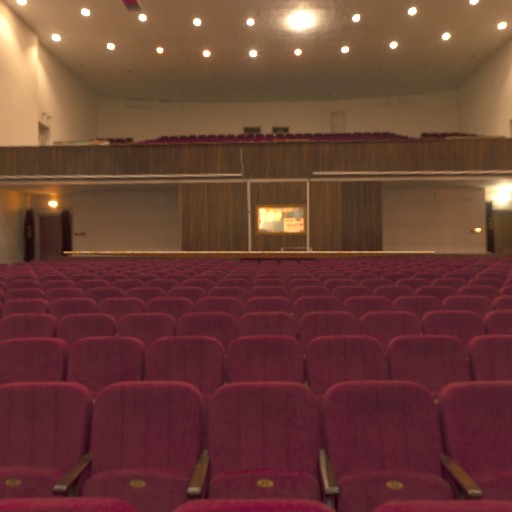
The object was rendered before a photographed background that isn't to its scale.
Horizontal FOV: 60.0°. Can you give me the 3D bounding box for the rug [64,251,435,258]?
[{"bbox_3d":[0.000,0.000,3.006,1.511,0.010,2.424,0,-1,2],"label":"rug"}]
